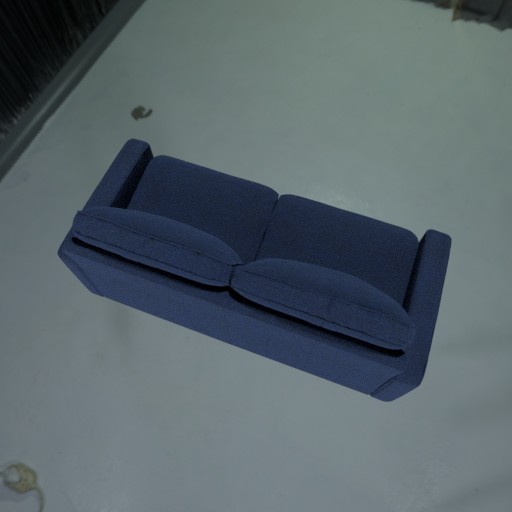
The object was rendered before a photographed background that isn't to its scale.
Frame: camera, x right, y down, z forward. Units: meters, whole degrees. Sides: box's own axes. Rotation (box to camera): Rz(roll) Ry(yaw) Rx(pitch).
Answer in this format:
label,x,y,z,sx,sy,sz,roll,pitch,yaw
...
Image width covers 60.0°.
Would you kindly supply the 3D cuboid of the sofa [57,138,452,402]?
label,x,y,z,sx,sy,sz,roll,pitch,yaw
sofa,0.000,0.000,2.619,2.080,0.919,0.940,19,65,9
